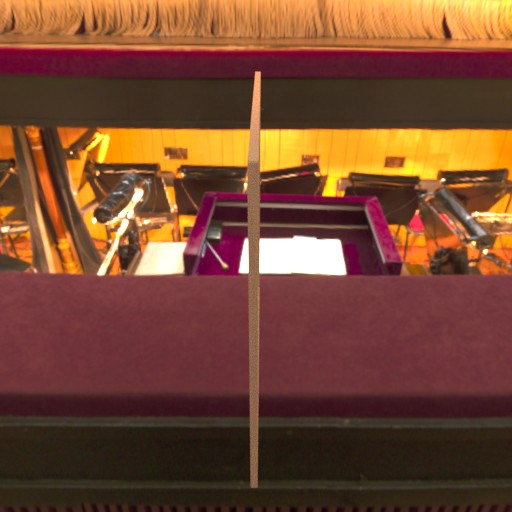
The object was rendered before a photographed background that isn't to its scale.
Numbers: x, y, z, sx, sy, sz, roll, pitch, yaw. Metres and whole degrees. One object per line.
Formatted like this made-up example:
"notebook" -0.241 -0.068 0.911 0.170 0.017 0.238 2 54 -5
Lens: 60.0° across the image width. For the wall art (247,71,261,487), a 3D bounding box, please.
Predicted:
"wall art" 0.000 0.000 0.864 0.013 0.584 0.584 0 31 1
